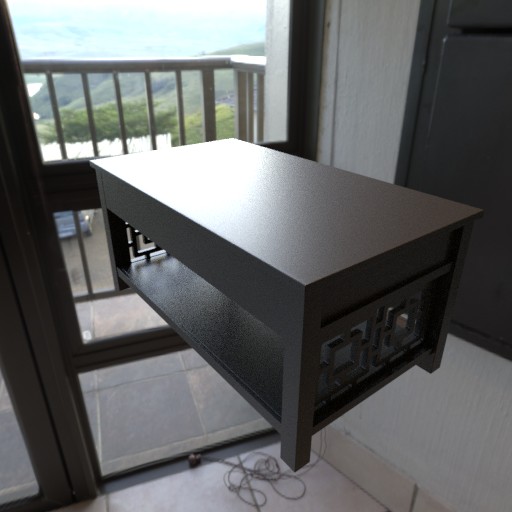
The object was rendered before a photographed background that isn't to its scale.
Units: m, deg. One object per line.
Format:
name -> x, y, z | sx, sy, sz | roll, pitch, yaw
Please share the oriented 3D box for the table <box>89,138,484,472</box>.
table -> 0.000, 0.000, 1.411 | 0.612, 0.493, 1.068 | -19, 32, -33
